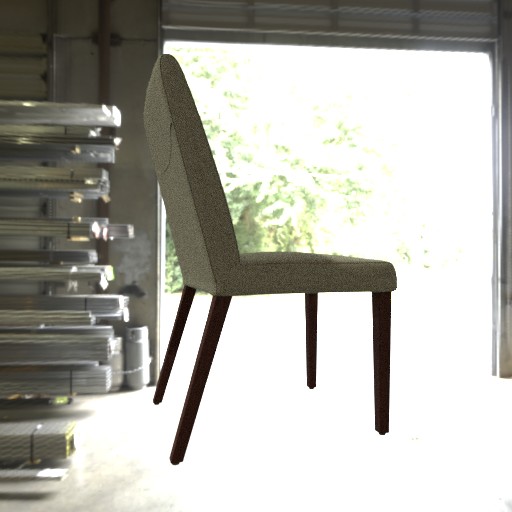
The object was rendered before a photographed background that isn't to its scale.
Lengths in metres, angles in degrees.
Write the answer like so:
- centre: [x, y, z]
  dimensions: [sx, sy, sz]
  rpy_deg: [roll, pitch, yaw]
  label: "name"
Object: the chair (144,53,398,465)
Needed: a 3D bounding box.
- centre: [0.000, 0.000, 1.234]
  dimensions: [0.594, 0.900, 0.480]
  rpy_deg: [0, -1, -18]
  label: "chair"
